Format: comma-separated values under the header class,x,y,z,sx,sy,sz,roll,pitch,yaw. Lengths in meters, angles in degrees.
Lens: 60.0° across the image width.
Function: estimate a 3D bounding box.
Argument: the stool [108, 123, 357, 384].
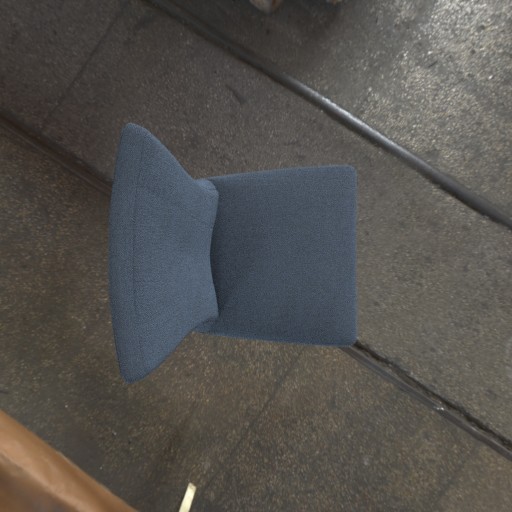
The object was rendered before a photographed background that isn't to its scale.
class,x,y,z,sx,sy,sz,roll,pitch,yaw
stool,0.000,0.000,1.338,0.574,1.000,0.514,0,89,1
